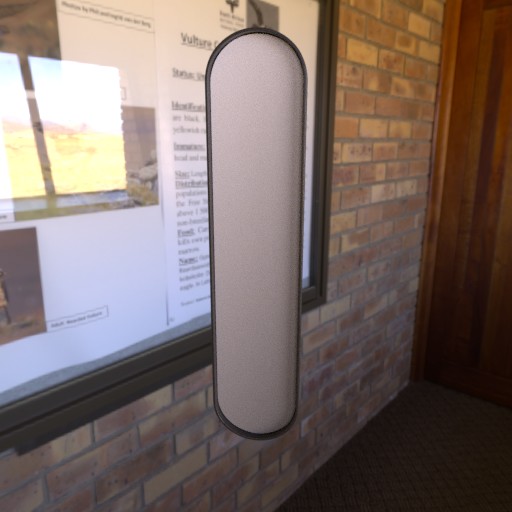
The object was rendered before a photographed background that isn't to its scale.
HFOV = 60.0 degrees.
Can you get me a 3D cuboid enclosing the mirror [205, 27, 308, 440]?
[{"bbox_3d":[0.000,0.000,1.058,0.222,0.991,0.032,3,14,10],"label":"mirror"}]
